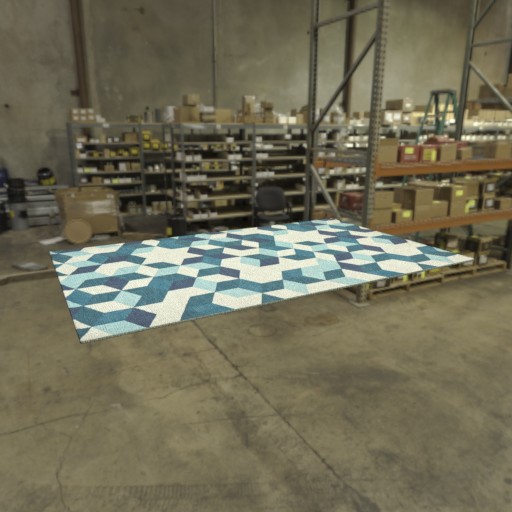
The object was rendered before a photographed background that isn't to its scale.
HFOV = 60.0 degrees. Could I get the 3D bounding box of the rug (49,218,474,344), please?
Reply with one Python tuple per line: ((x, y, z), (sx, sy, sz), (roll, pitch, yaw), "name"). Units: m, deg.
((0.000, 0.000, 2.989), (2.438, 0.015, 1.518), (-9, 18, -27), "rug")
